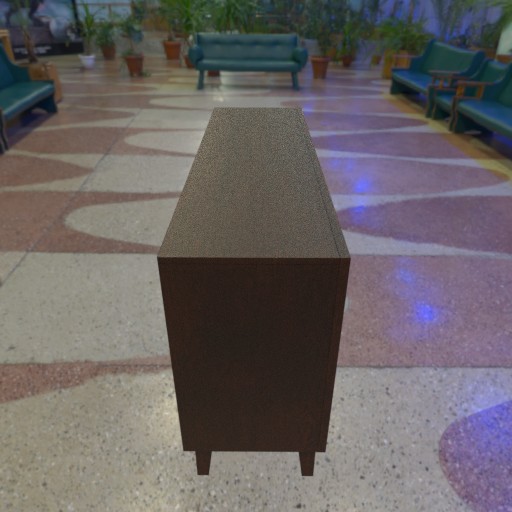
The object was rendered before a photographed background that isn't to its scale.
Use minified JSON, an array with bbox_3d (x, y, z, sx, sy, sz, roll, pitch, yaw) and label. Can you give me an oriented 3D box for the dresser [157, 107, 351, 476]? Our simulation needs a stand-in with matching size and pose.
[{"bbox_3d":[0.000,0.000,2.054,0.499,0.971,1.609,0,31,0],"label":"dresser"}]
